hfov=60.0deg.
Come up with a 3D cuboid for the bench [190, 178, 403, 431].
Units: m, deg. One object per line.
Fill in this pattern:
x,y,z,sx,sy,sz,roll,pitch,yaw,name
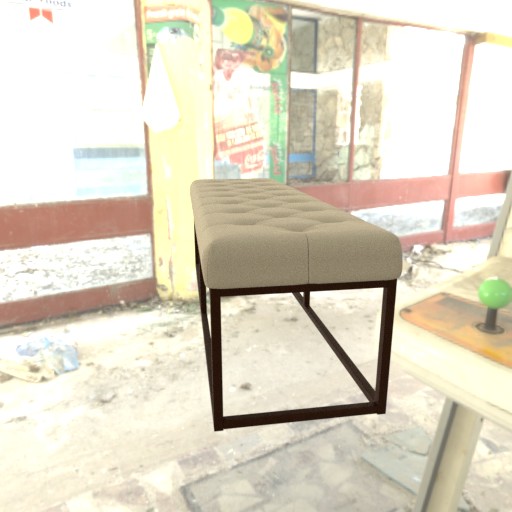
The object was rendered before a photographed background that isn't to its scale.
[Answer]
0.000,0.000,1.757,0.479,0.488,1.488,-2,15,-9,bench
